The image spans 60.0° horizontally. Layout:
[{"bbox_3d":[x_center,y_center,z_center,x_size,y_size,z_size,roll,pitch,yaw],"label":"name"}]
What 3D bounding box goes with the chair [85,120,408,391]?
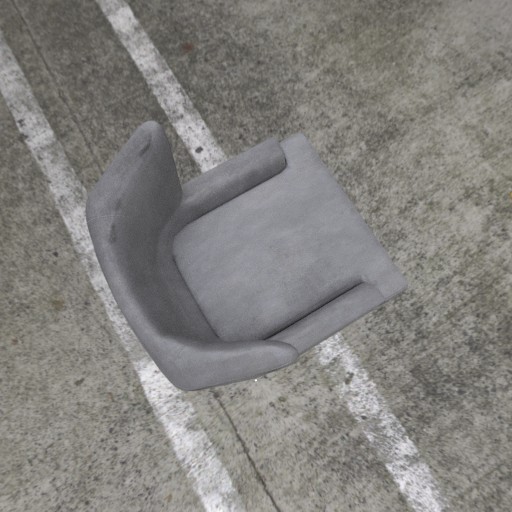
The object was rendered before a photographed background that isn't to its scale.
[{"bbox_3d":[0.000,0.000,1.635,0.906,0.950,0.784,-30,76,-8],"label":"chair"}]
